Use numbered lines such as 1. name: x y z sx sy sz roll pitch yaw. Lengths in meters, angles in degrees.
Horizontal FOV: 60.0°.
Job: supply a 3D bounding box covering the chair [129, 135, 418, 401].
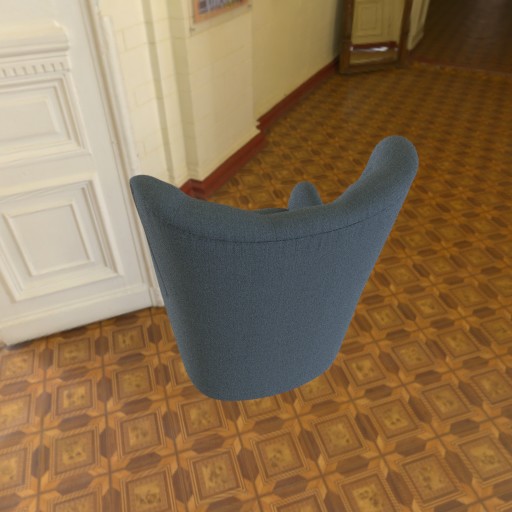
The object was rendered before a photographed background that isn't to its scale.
1. chair: 0.000 0.000 1.741 0.831 1.079 0.930 -12 41 -14
